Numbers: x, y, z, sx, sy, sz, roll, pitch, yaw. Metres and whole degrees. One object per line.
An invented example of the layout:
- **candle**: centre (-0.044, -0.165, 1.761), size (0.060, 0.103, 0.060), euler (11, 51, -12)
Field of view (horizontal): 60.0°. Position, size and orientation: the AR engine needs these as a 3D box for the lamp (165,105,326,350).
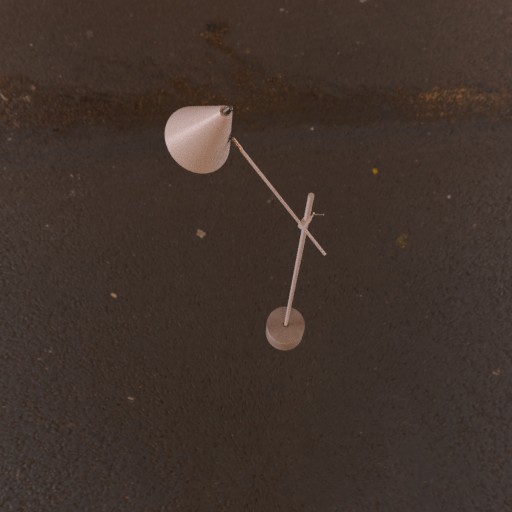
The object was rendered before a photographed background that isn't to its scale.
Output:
- **lamp**: centre (0.000, 0.000, 1.638), size (0.508, 1.430, 0.223), euler (32, 68, 15)
